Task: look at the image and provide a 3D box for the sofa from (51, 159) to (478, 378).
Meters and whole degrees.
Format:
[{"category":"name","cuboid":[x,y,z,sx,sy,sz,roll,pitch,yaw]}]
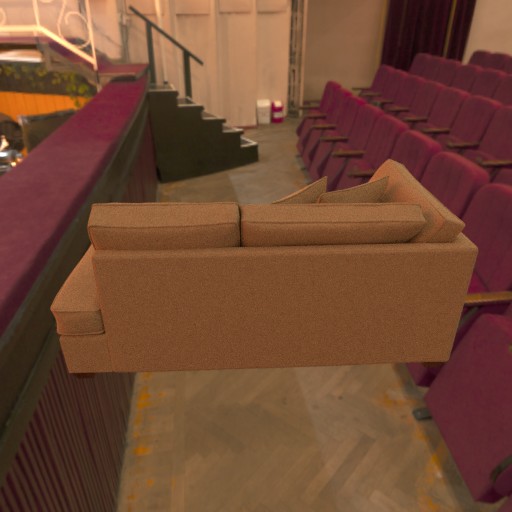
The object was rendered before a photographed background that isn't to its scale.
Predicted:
[{"category":"sofa","cuboid":[0.000,0.000,2.825,2.237,1.033,1.110,-1,29,-2]}]
